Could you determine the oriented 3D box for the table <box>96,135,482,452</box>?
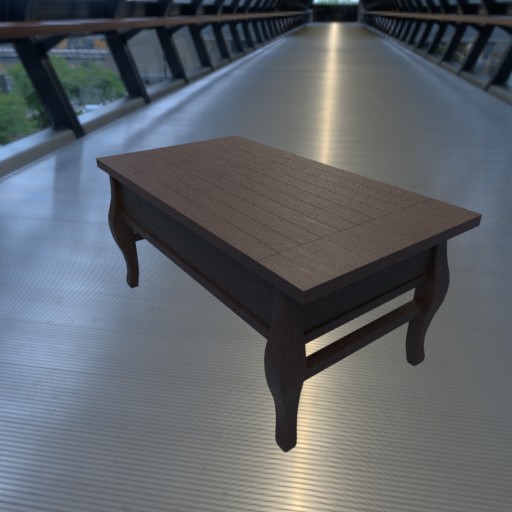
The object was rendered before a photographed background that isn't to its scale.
[{"bbox_3d":[0.000,0.000,1.416,0.600,0.494,1.062,-19,33,-32],"label":"table"}]
